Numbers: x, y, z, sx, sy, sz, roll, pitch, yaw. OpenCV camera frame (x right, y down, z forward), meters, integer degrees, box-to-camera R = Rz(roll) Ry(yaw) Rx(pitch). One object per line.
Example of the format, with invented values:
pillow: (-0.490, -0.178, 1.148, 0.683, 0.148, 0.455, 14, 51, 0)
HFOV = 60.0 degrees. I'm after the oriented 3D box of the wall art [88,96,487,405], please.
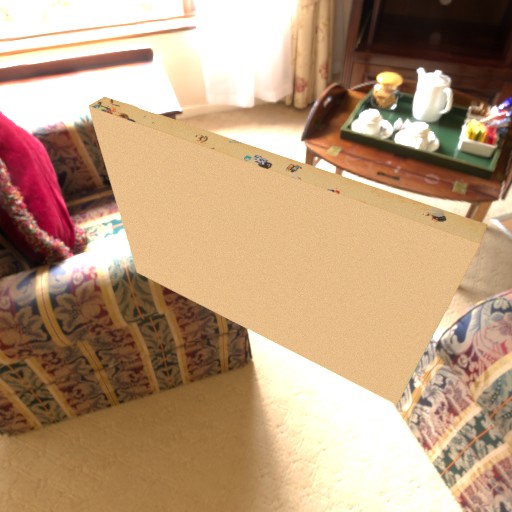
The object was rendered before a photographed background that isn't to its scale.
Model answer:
wall art: (0.000, 0.000, 0.761, 0.609, 0.406, 0.039, 24, 51, 21)
